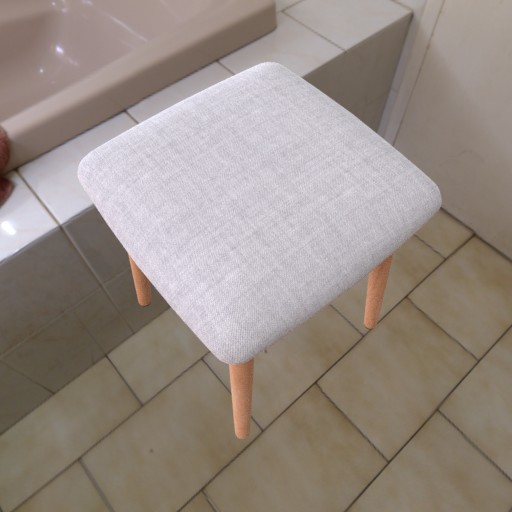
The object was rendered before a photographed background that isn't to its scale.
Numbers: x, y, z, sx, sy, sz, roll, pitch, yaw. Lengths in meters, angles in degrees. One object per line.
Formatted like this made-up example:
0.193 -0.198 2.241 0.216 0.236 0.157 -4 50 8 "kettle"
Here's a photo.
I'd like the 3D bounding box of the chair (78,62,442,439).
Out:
0.000 0.000 0.701 0.350 0.440 0.350 -35 65 -19 "chair"
